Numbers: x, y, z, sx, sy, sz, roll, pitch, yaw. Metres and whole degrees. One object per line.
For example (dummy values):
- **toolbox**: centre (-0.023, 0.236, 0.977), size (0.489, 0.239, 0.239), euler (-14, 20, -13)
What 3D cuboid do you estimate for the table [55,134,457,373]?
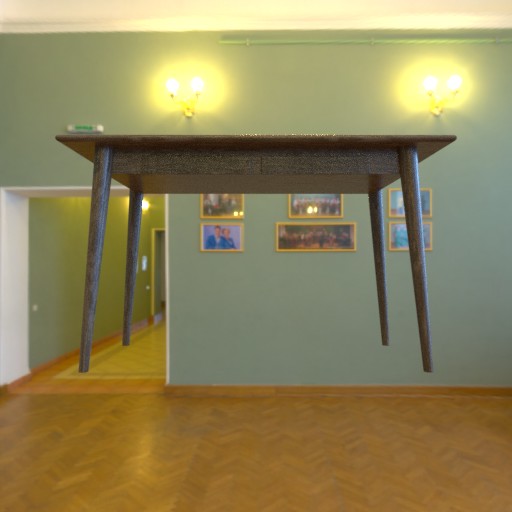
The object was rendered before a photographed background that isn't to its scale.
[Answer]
- **table**: centre (0.000, 0.000, 1.727), size (1.300, 0.780, 0.599), euler (0, -1, 0)
